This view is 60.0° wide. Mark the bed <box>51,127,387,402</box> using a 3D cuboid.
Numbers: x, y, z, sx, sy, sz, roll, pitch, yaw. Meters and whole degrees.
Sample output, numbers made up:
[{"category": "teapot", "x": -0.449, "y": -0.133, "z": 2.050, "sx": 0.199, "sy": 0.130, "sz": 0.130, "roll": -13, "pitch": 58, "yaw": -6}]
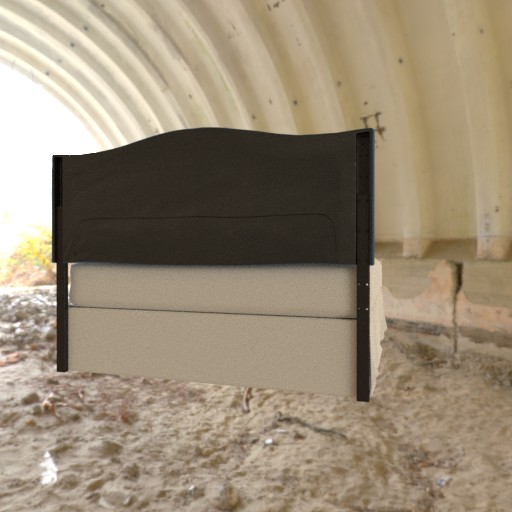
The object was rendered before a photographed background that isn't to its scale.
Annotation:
[{"category": "bed", "x": 0.000, "y": 0.000, "z": 2.886, "sx": 1.610, "sy": 1.169, "sz": 1.872, "roll": 0, "pitch": 0, "yaw": 18}]
